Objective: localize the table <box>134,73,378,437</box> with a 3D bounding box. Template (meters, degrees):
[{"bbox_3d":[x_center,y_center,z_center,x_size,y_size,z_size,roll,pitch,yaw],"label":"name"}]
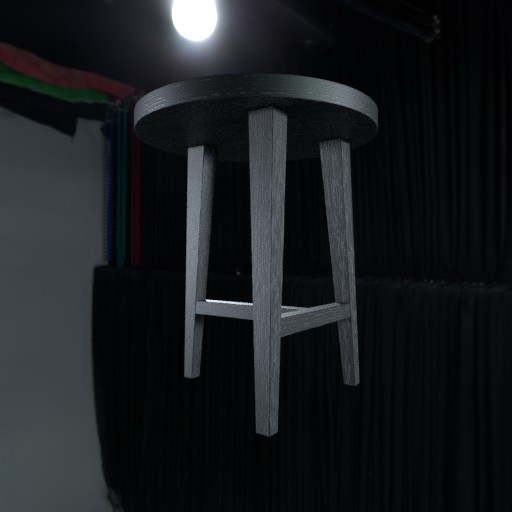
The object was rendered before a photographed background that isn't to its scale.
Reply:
[{"bbox_3d":[0.000,0.000,0.754,0.399,0.460,0.399,0,0,0],"label":"table"}]
